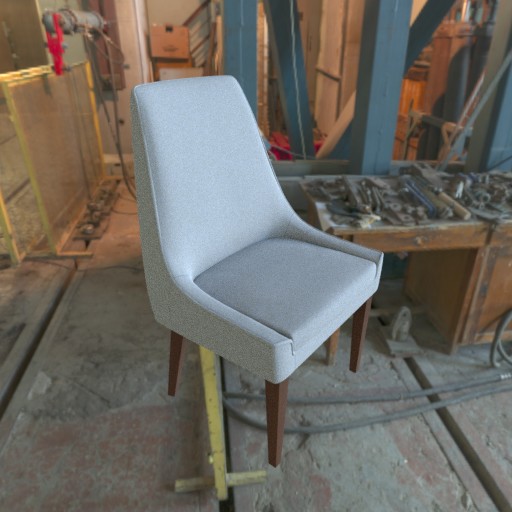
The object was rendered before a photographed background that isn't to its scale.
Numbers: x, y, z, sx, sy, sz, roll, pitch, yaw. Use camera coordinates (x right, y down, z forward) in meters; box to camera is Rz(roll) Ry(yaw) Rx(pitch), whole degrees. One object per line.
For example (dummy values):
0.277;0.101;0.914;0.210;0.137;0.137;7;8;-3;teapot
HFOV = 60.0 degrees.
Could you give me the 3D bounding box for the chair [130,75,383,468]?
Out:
0.000;0.000;1.196;0.544;0.861;0.529;20;33;33;chair
